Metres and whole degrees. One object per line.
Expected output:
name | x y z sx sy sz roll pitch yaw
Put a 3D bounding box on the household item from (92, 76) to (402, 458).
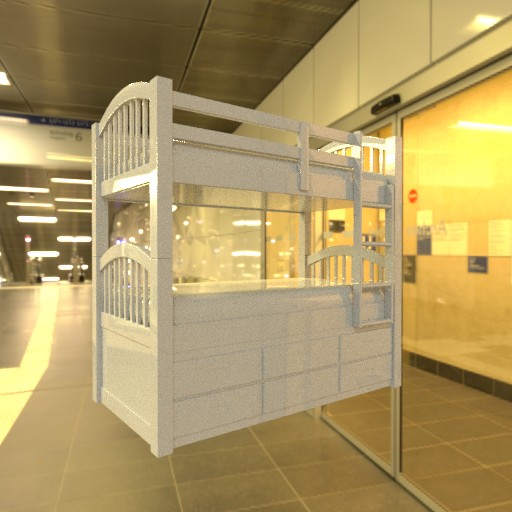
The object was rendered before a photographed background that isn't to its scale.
household item | 0.000 0.000 3.271 2.032 2.032 1.143 0 1 -36
